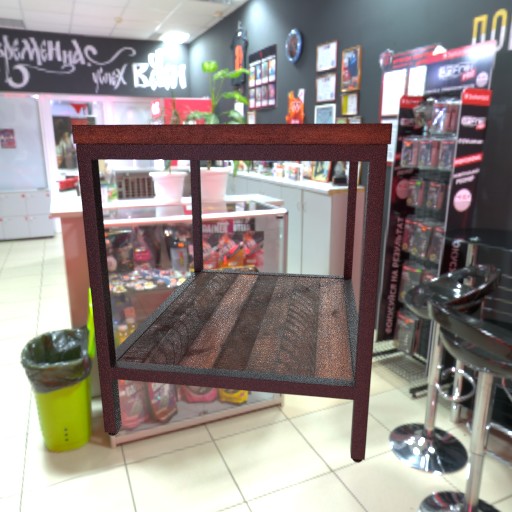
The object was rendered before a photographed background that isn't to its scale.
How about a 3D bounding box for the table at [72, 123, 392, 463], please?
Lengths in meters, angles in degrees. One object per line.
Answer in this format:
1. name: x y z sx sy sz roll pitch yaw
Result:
1. table: 0.000 0.000 1.108 0.524 0.612 0.678 2 15 9
